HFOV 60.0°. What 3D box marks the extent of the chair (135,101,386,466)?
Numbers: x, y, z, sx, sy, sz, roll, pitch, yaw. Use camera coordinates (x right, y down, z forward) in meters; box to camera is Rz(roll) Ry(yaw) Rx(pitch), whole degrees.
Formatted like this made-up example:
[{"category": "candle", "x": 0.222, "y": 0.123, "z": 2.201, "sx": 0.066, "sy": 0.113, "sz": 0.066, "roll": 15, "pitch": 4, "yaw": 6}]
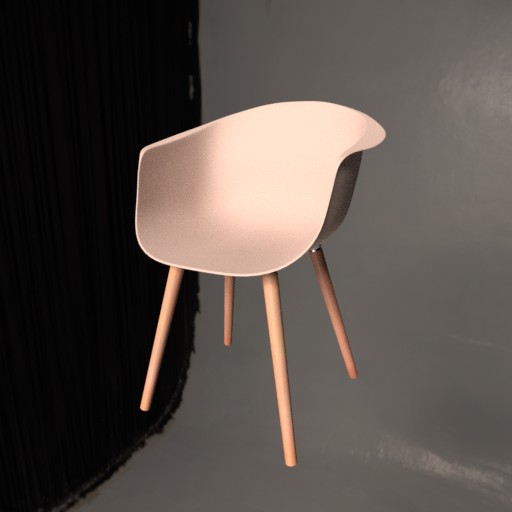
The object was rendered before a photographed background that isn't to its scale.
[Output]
[{"category": "chair", "x": 0.000, "y": 0.000, "z": 1.139, "sx": 0.593, "sy": 0.781, "sz": 0.504, "roll": 8, "pitch": 17, "yaw": 28}]
